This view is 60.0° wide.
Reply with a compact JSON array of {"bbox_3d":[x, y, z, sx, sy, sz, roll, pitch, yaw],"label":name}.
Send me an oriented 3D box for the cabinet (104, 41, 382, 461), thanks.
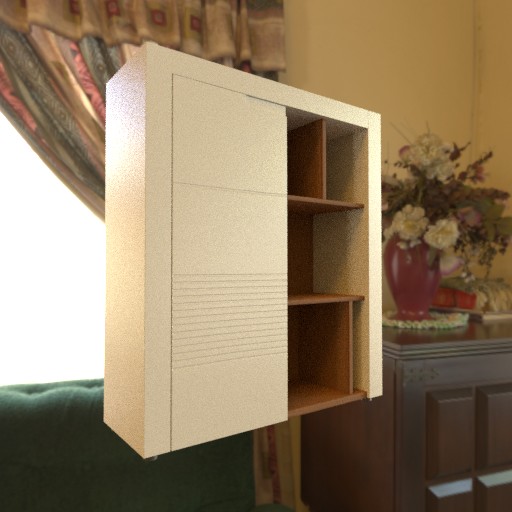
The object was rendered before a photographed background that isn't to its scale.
[{"bbox_3d":[0.000,0.000,1.624,0.990,1.150,0.348,1,-2,-36],"label":"cabinet"}]
